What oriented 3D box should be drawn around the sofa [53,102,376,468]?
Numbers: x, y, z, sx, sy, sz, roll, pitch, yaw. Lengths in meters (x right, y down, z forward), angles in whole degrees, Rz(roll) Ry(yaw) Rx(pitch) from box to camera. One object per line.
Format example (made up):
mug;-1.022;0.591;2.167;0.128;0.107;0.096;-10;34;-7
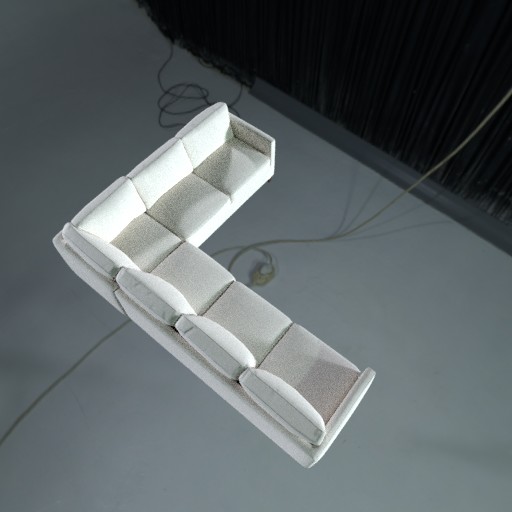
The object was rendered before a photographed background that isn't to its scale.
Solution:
sofa;0.000;0.000;4.659;3.302;0.947;2.593;35;65;19
